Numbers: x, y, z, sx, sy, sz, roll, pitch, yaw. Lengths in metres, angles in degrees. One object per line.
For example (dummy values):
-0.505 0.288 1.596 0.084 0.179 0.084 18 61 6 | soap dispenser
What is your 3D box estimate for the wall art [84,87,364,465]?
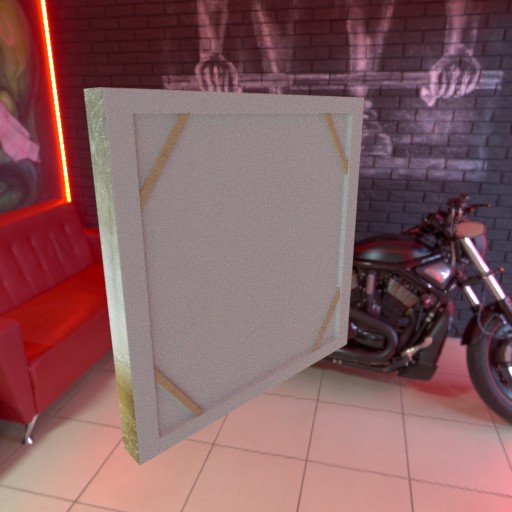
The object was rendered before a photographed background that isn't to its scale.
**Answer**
0.000 0.000 0.593 0.405 0.407 0.038 -17 24 -41 | wall art
